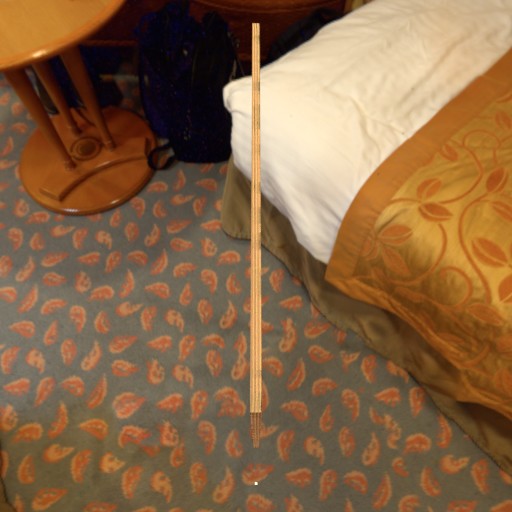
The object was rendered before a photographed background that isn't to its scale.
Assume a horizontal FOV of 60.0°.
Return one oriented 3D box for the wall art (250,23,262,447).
[{"bbox_3d":[0.000,0.000,0.673,0.010,0.408,0.508,0,63,0],"label":"wall art"}]
